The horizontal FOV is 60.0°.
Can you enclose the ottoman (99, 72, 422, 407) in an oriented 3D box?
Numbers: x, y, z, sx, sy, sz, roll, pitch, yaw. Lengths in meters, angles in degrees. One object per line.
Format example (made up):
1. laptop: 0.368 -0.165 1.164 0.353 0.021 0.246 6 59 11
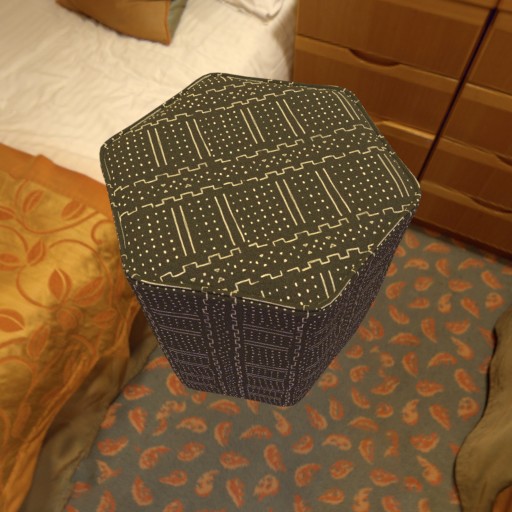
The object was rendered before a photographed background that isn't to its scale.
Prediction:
1. ottoman: 0.000 0.000 0.860 0.443 0.502 0.494 -16 59 -10
